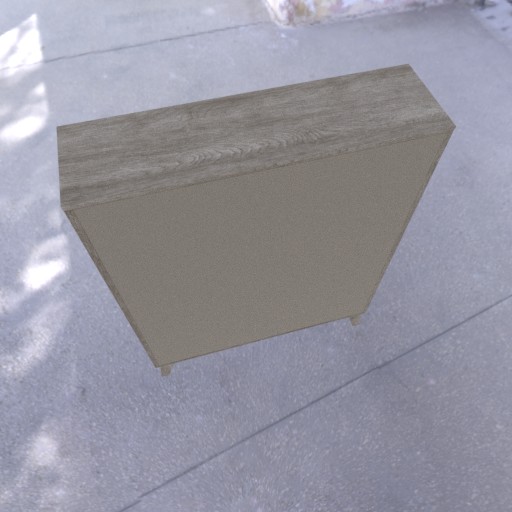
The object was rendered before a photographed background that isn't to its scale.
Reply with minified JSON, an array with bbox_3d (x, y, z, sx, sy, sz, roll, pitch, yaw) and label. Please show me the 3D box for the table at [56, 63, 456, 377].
[{"bbox_3d":[0.000,0.000,1.518,0.902,1.135,0.256,-13,58,-8],"label":"table"}]
